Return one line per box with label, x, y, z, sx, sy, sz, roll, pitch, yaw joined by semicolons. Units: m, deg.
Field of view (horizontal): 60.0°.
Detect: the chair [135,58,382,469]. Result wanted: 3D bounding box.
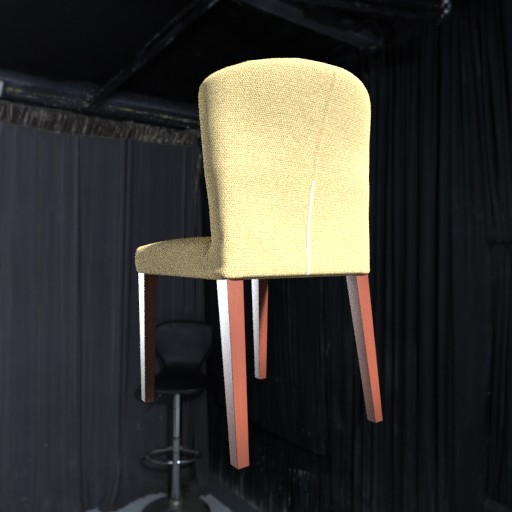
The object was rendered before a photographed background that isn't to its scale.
chair;0.000;0.000;1.197;0.491;0.839;0.589;0;0;-36
